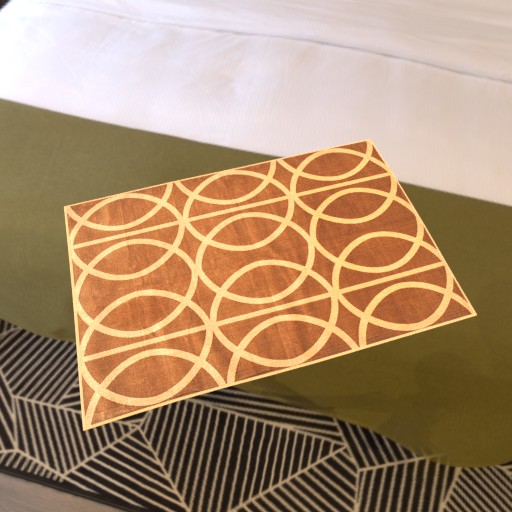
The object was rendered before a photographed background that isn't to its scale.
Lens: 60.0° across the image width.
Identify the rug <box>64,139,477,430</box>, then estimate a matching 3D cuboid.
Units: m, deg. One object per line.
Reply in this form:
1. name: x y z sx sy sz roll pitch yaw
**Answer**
1. rug: 0.000 0.000 2.821 2.290 0.014 1.526 -14 59 -9
